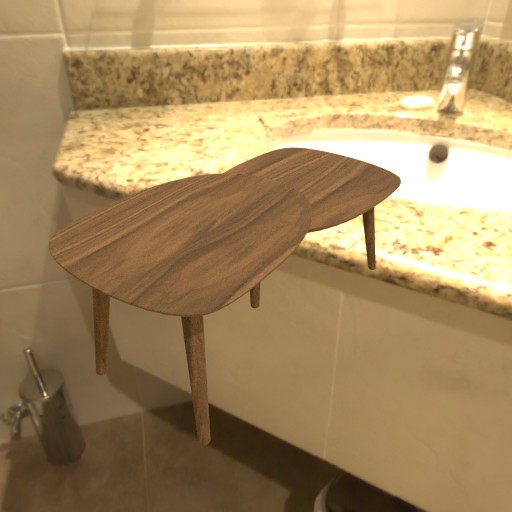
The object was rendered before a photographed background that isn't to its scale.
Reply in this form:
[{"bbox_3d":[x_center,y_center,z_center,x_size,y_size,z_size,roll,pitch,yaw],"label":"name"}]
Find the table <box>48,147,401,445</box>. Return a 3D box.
[{"bbox_3d":[0.000,0.000,1.352,0.527,0.429,1.084,23,40,31],"label":"table"}]
